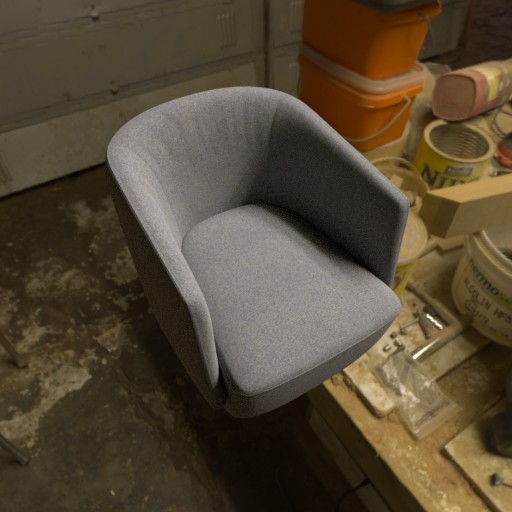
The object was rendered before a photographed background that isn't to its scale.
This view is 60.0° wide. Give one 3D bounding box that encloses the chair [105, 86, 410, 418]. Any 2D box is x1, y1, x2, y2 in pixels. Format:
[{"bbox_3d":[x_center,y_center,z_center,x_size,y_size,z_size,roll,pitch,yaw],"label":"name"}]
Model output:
[{"bbox_3d":[0.000,0.000,1.665,0.822,0.861,0.986,-24,52,-21],"label":"chair"}]
